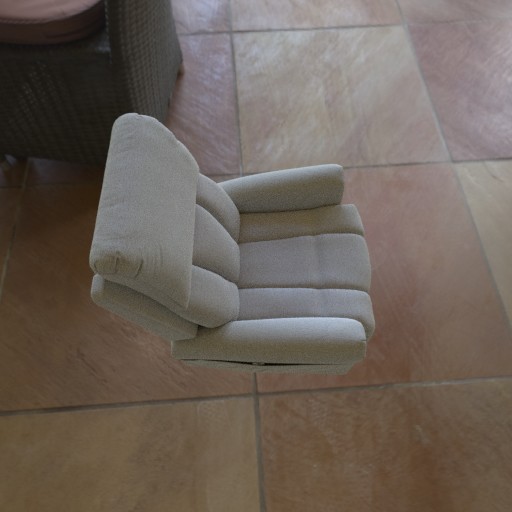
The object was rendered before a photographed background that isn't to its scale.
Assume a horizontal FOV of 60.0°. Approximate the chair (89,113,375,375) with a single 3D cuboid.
[{"bbox_3d":[0.000,0.000,1.783,0.979,1.031,0.871,-1,63,0],"label":"chair"}]
